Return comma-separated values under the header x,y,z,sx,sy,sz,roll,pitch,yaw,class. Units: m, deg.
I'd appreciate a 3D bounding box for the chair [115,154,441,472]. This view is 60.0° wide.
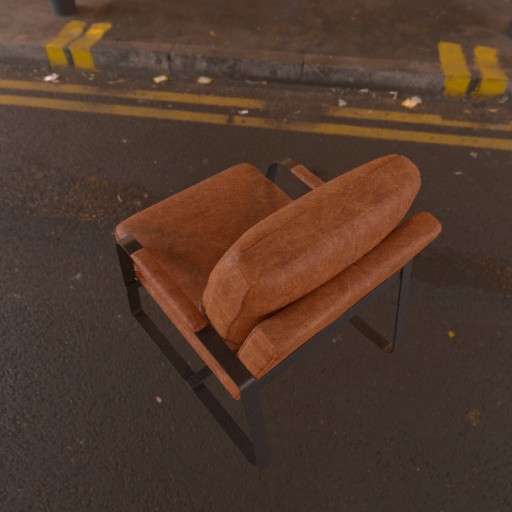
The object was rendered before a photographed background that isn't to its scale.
x,y,z,sx,sy,sz,roll,pitch,yaw,class
0.000,0.000,1.355,0.651,0.777,0.801,-32,55,-26,chair
